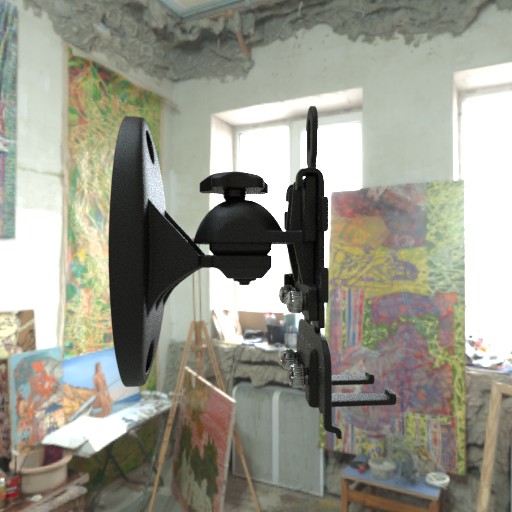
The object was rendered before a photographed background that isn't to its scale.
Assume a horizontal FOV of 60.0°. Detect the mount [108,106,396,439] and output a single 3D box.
[{"bbox_3d":[0.000,0.000,0.174,0.100,0.118,0.066,0,0,-2],"label":"mount"}]
